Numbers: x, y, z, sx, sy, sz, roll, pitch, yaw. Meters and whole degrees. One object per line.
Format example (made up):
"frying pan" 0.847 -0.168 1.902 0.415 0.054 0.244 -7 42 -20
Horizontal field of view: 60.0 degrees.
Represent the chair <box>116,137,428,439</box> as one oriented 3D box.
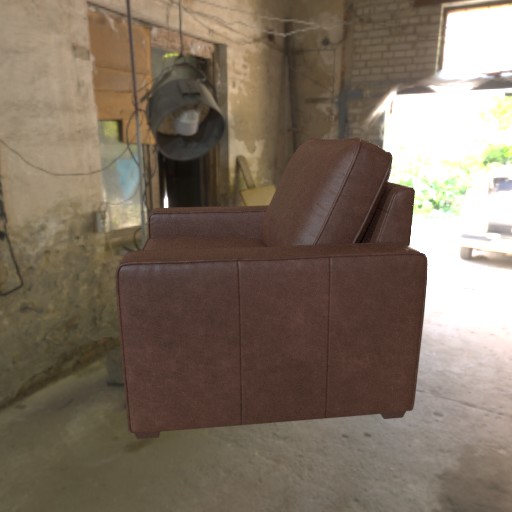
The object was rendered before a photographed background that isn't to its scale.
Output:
"chair" 0.000 0.000 1.770 0.940 0.919 1.017 -2 15 -7
